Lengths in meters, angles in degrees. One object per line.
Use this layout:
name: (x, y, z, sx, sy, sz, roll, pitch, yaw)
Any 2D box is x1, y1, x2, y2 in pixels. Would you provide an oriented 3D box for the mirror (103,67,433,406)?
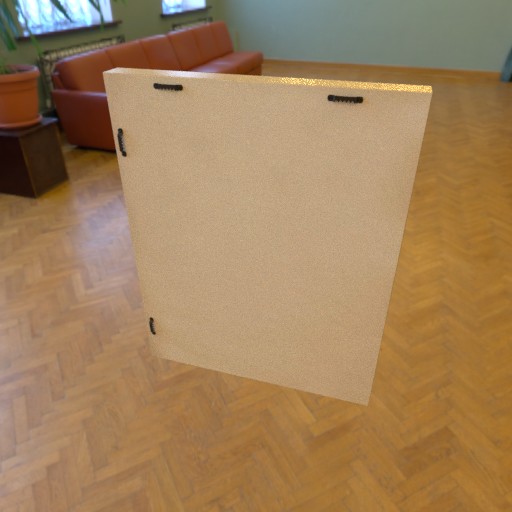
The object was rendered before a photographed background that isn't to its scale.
mirror: (0.000, 0.000, 0.674, 0.406, 0.509, 0.041, 9, 34, 14)
